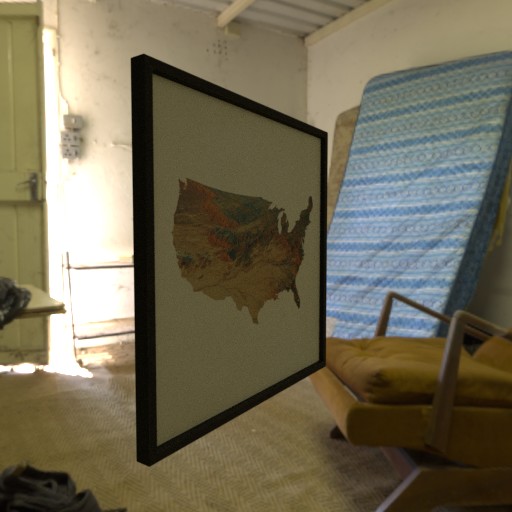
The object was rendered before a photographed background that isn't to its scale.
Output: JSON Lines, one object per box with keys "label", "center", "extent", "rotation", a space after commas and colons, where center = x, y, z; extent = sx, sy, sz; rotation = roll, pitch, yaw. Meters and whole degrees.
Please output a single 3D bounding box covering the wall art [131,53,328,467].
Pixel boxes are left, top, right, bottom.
{"label": "wall art", "center": [0.000, 0.000, 0.453], "extent": [0.015, 0.303, 0.304], "rotation": [2, 4, 34]}
